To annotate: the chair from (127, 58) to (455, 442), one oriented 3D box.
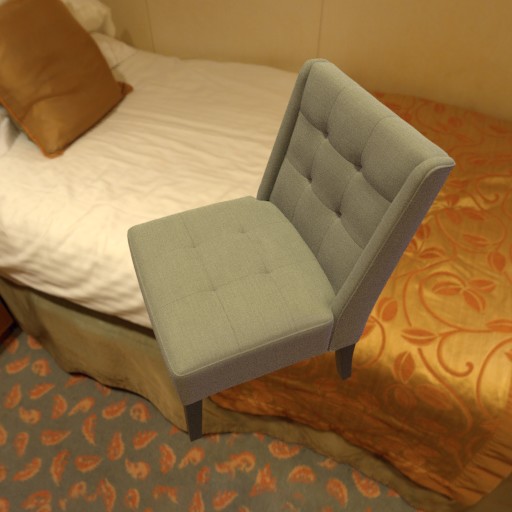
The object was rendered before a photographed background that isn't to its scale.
[{"bbox_3d":[0.000,0.000,1.292,0.676,0.853,0.569,-17,49,-16],"label":"chair"}]
